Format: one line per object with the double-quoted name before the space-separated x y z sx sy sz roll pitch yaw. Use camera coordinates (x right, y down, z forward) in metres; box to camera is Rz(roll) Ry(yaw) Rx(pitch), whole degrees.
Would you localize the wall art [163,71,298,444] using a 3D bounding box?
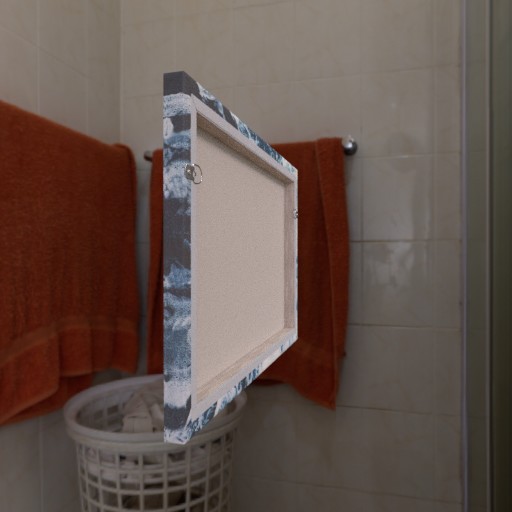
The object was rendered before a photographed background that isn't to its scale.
"wall art" 0.000 0.000 1.161 0.042 0.610 0.915 0 1 17
